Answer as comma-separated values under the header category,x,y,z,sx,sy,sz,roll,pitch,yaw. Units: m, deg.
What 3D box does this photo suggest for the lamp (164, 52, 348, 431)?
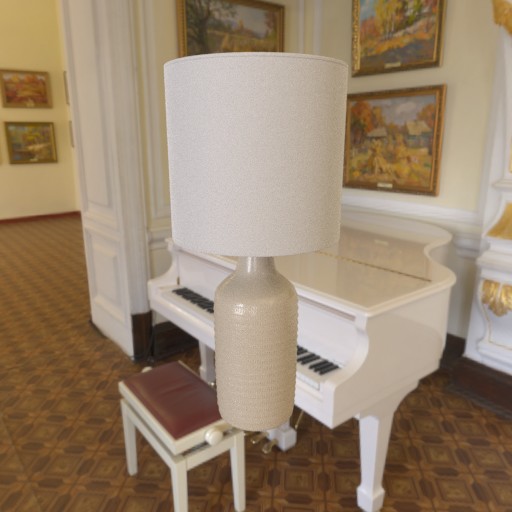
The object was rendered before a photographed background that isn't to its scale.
category,x,y,z,sx,sy,sz,roll,pitch,yaw
lamp,0.000,0.000,0.603,0.220,0.475,0.220,-7,17,-25
